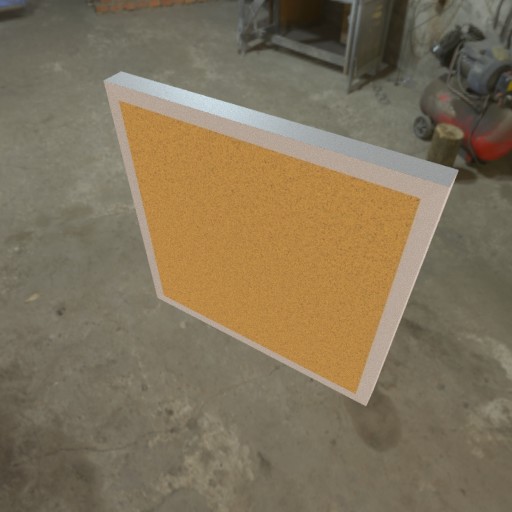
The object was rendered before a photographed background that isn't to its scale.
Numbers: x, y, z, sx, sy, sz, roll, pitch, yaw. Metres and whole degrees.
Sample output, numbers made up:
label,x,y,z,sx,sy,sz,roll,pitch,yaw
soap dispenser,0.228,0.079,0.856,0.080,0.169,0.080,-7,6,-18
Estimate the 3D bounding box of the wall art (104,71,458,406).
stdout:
label,x,y,z,sx,sy,sz,roll,pitch,yaw
wall art,0.000,0.000,1.927,1.289,1.291,0.098,23,50,21
